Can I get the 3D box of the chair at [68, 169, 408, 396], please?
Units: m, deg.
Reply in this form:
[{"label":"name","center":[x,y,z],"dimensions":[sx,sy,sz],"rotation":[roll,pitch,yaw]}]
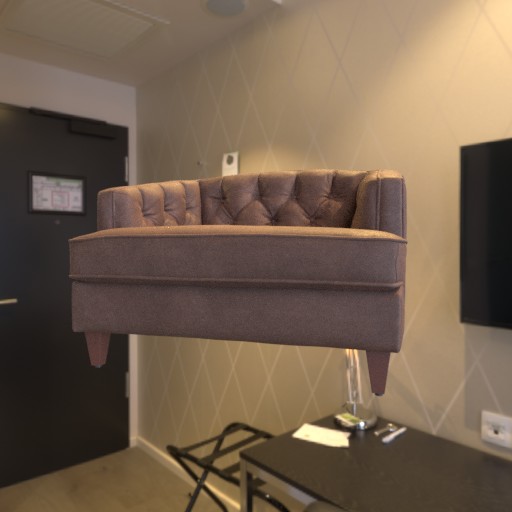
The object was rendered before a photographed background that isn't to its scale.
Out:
[{"label":"chair","center":[0.000,0.000,1.738],"dimensions":[1.118,0.787,0.914],"rotation":[0,1,18]}]
